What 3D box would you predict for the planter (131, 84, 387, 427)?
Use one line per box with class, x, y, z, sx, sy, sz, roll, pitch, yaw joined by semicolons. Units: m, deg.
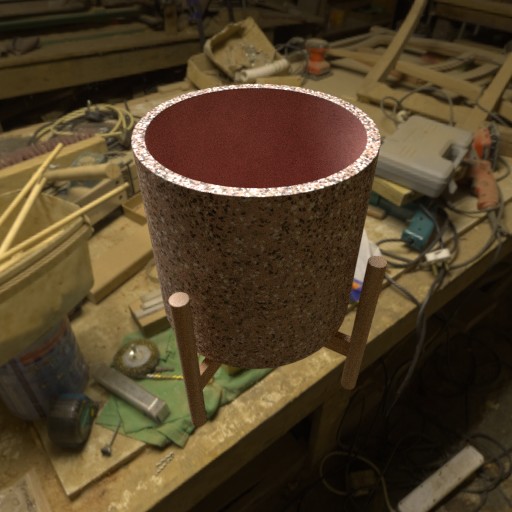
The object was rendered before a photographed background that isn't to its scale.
planter;0.000;0.000;0.687;0.360;0.419;0.360;-27;48;-27
